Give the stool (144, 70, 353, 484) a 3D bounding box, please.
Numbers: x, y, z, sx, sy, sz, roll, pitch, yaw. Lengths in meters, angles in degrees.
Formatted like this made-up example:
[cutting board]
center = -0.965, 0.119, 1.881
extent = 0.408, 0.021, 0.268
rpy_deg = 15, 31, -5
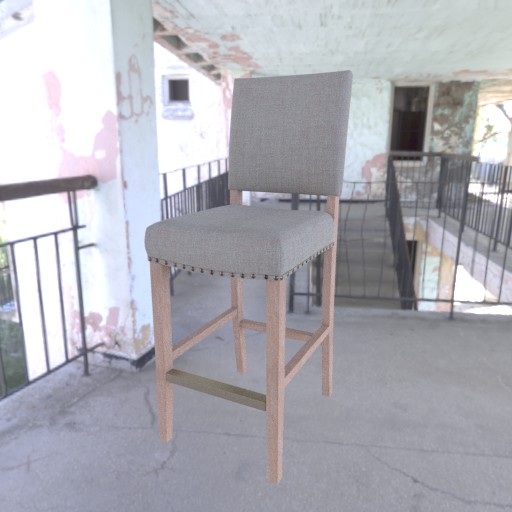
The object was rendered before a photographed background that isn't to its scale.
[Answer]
[stool]
center = 0.000, 0.000, 1.457
extent = 0.445, 1.173, 0.585
rpy_deg = 7, 16, 27
